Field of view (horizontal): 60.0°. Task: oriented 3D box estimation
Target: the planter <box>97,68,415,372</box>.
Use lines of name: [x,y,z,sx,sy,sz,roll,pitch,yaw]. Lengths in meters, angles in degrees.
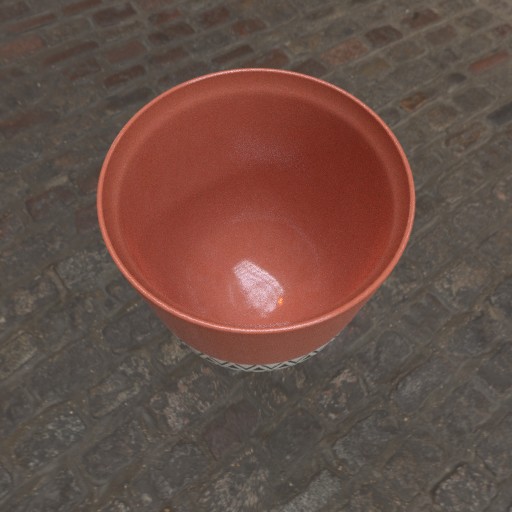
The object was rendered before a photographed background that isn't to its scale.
planter: [0.000,0.000,0.369,0.195,0.214,0.195,0,64,0]
